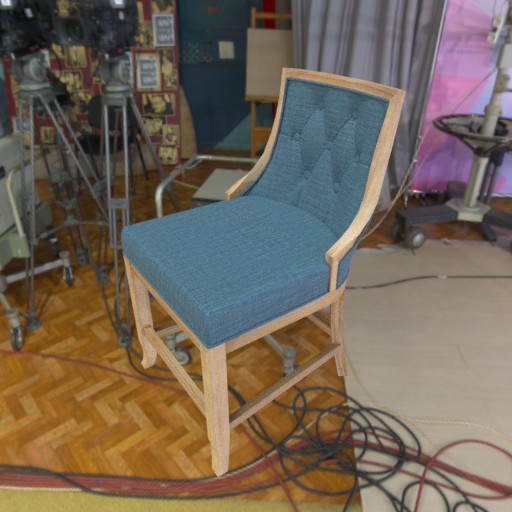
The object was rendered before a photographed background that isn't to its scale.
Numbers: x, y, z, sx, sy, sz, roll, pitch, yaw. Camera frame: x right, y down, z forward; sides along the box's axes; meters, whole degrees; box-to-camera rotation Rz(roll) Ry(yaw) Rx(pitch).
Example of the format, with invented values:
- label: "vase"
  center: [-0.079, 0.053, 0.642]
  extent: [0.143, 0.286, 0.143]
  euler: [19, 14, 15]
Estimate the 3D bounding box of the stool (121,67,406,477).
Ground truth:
- label: "stool"
  center: [0.000, 0.000, 1.303]
  extent: [0.626, 0.938, 0.524]
  euler: [-20, 37, -30]
